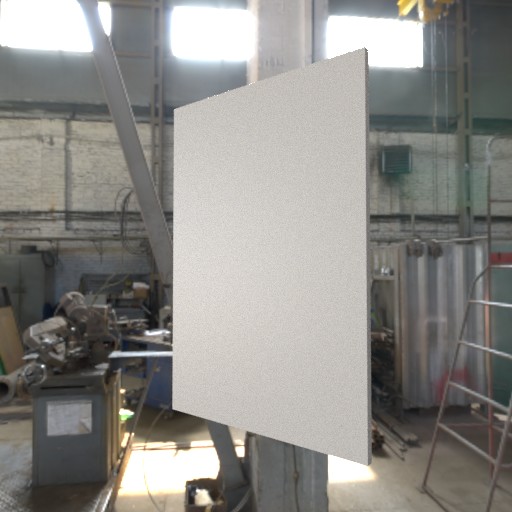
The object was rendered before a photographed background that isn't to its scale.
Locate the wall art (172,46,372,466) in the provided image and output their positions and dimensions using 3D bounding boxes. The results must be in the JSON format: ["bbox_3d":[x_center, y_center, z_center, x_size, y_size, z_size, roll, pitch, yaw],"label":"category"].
[{"bbox_3d":[0.000,0.000,0.604,0.325,0.474,0.010,-1,-2,38],"label":"wall art"}]
